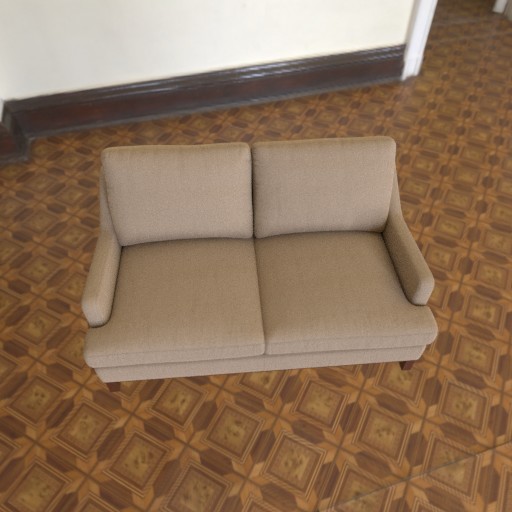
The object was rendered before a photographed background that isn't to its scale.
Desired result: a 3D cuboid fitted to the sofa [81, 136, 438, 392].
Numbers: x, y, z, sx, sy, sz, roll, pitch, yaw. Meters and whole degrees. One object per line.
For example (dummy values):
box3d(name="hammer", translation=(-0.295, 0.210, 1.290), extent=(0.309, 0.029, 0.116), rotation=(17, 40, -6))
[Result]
box3d(name="sofa", translation=(0.000, 0.000, 2.265), extent=(1.619, 0.910, 1.004), rotation=(-3, 48, -3))
